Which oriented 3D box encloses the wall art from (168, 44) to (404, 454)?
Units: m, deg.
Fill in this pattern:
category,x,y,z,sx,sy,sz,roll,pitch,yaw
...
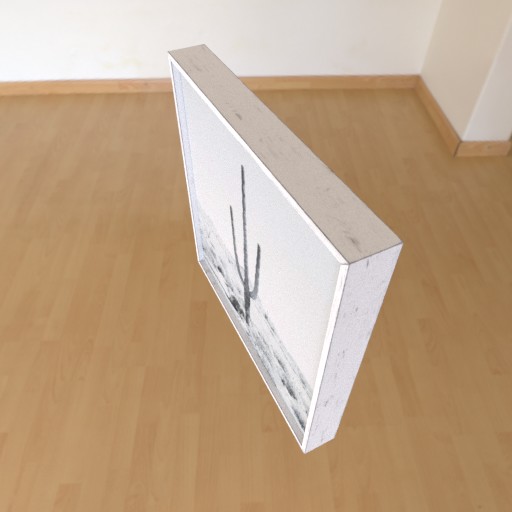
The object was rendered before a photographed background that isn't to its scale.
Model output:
category,x,y,z,sx,sy,sz,roll,pitch,yaw
wall art,0.000,0.000,0.454,0.038,0.305,0.305,-20,51,-18
